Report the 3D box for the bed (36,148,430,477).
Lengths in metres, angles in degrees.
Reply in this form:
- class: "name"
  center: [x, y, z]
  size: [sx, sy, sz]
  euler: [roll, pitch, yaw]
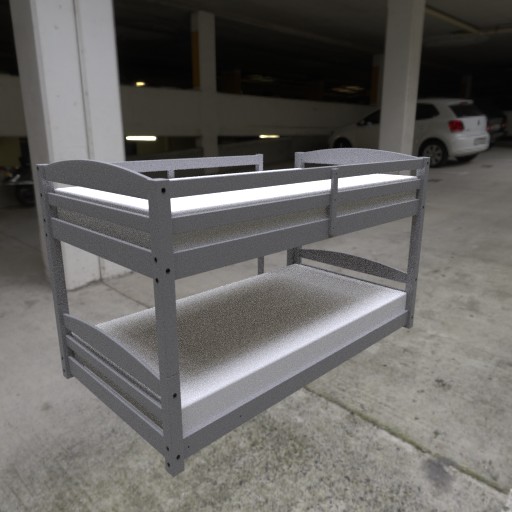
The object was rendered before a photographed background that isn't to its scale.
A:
- class: "bed"
  center: [0.000, 0.000, 2.647]
  size: [2.013, 1.206, 1.105]
  euler: [-15, 21, -43]
